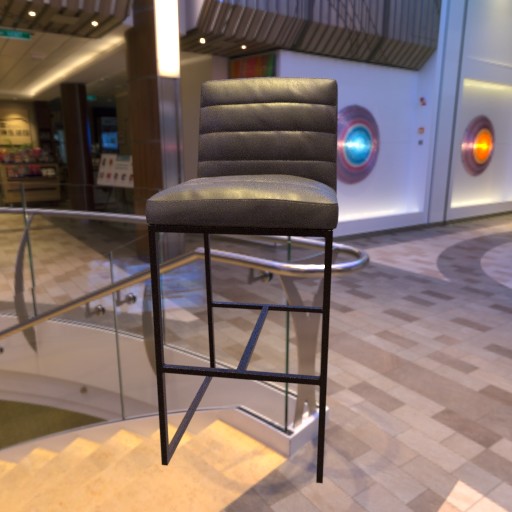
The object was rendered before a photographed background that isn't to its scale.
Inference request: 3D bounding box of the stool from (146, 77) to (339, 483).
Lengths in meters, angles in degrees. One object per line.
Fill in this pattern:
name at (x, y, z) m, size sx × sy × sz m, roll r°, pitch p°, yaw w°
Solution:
stool at (0.000, 0.000, 1.313) m, size 0.463 × 1.065 × 0.562 m, roll 2°, pitch 14°, yaw 9°
